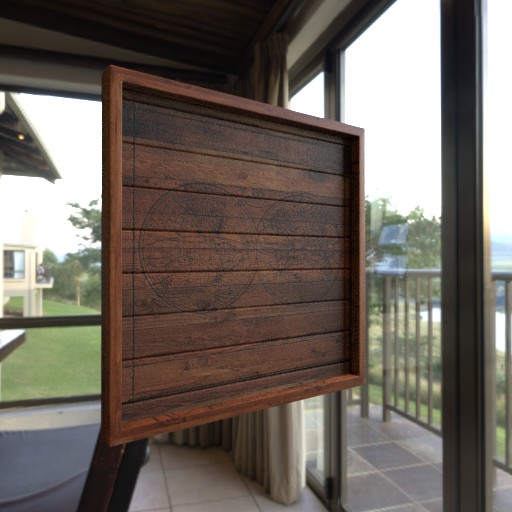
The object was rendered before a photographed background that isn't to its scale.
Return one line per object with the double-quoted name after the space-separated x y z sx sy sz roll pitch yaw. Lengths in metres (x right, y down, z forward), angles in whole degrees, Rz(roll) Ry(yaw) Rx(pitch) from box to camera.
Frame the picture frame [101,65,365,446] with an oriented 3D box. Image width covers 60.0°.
0.000 0.000 0.524 0.352 0.356 0.028 0 0 -35 "picture frame"
